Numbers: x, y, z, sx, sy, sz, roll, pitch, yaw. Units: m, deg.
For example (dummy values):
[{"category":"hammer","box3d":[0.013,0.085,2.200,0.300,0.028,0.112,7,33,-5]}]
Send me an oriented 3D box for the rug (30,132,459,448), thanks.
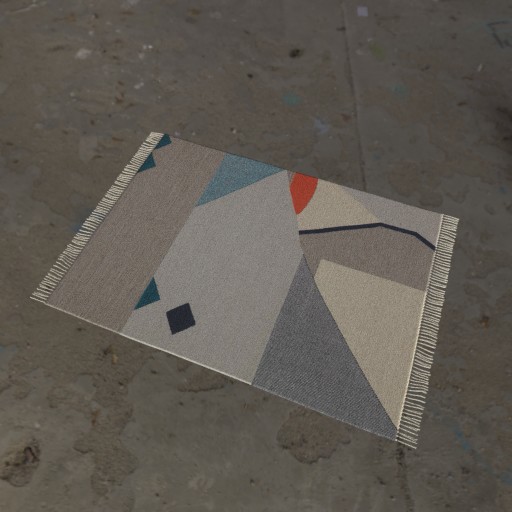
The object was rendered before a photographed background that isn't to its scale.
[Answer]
[{"category":"rug","box3d":[0.000,0.000,2.214,1.828,0.005,1.220,18,60,11]}]
